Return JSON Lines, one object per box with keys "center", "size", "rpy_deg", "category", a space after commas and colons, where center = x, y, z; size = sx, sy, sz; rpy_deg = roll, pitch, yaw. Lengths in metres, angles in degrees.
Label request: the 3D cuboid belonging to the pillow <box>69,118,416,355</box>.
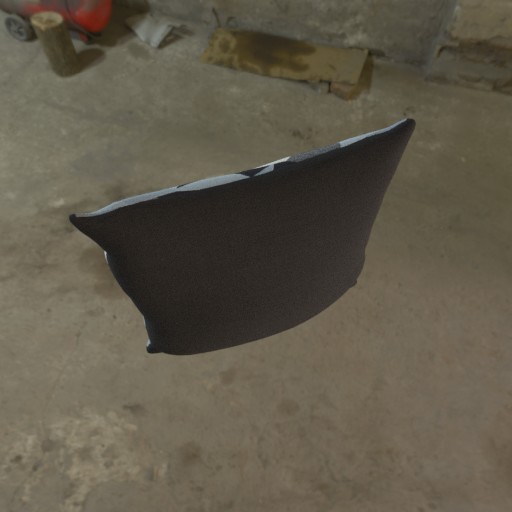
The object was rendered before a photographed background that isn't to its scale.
{"center": [0.000, 0.000, 0.798], "size": [0.503, 0.496, 0.208], "rpy_deg": [-17, 59, -11], "category": "pillow"}
